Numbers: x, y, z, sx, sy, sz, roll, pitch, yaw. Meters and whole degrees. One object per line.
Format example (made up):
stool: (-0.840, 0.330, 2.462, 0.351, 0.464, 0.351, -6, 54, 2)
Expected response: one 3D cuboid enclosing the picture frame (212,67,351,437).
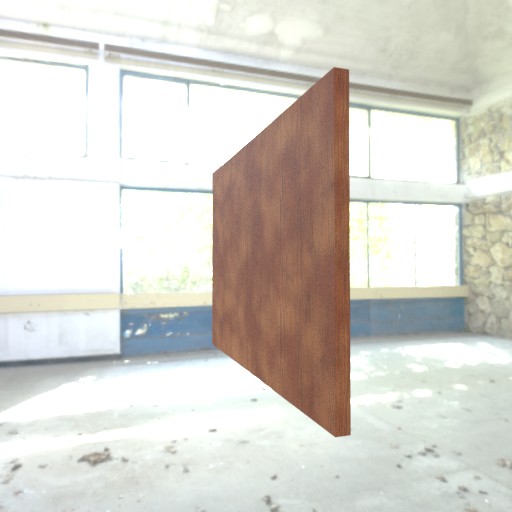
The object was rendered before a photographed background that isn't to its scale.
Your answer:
picture frame: (0.000, 0.000, 1.220, 0.029, 0.640, 0.950, 0, -1, -18)
